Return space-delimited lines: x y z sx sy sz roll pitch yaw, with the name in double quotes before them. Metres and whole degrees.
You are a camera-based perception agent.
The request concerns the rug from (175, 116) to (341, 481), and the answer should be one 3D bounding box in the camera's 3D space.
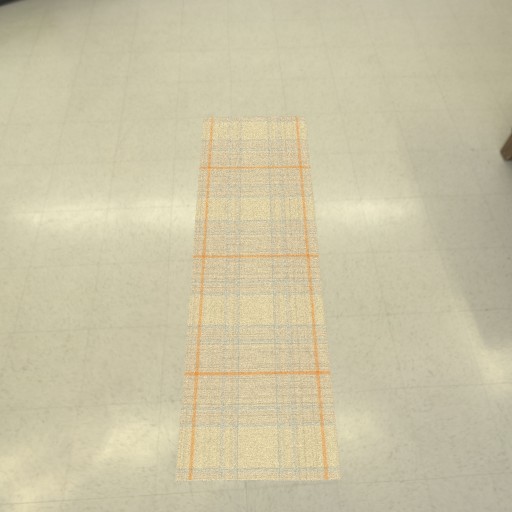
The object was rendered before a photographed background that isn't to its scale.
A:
"rug" 0.000 0.000 2.688 0.770 0.016 2.442 0 59 0
